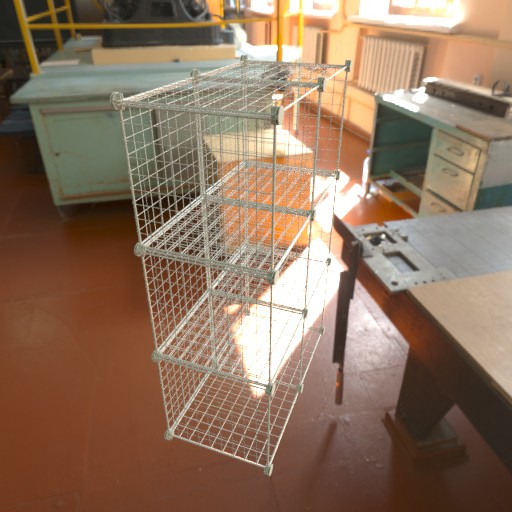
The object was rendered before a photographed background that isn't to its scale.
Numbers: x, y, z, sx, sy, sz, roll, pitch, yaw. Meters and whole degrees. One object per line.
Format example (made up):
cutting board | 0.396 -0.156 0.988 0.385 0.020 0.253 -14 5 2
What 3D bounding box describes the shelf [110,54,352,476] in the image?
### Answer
shelf | 0.000 0.000 1.383 0.356 1.067 0.711 11 32 18
